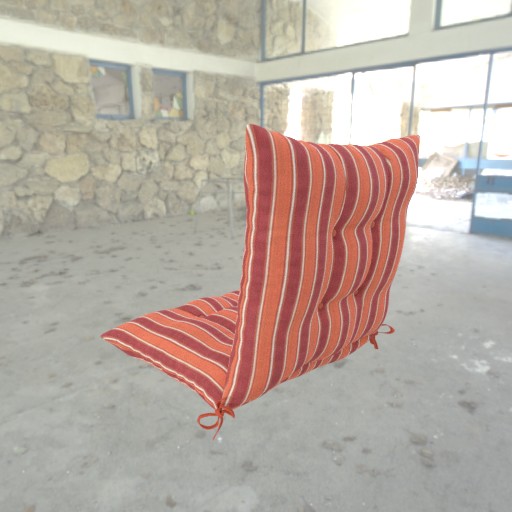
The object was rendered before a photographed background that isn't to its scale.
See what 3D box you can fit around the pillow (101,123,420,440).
[{"bbox_3d":[0.000,0.000,1.006,0.541,0.536,0.585,-12,18,-42],"label":"pillow"}]
